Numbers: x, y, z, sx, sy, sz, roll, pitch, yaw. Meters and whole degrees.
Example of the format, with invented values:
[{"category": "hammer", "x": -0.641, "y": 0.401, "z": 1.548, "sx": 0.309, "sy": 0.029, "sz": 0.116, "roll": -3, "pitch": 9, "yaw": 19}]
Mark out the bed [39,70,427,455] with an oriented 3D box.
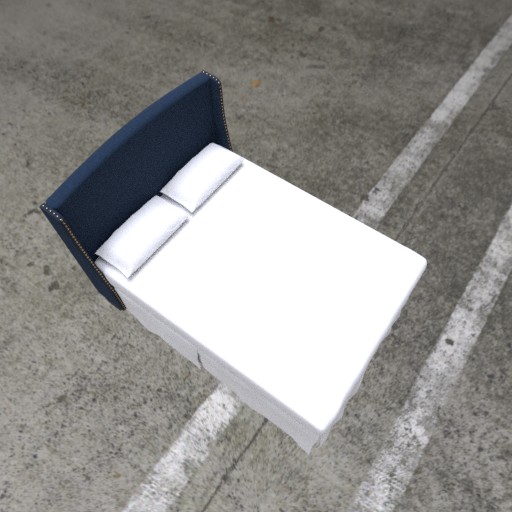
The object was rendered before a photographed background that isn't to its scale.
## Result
[{"category": "bed", "x": 0.000, "y": 0.000, "z": 3.259, "sx": 2.223, "sy": 1.402, "sz": 1.604, "roll": 32, "pitch": 65, "yaw": 17}]
